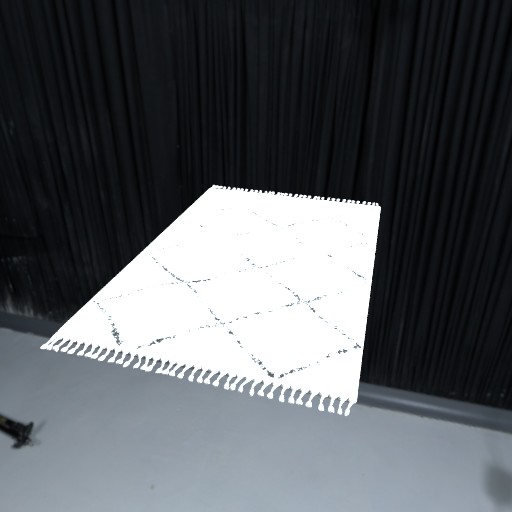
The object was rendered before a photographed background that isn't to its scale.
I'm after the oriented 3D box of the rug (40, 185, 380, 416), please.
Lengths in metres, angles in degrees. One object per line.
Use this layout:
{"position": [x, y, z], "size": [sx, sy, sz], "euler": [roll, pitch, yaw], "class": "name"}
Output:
{"position": [0.000, 0.000, 2.911], "size": [1.494, 0.031, 2.307], "euler": [8, 31, 14], "class": "rug"}
